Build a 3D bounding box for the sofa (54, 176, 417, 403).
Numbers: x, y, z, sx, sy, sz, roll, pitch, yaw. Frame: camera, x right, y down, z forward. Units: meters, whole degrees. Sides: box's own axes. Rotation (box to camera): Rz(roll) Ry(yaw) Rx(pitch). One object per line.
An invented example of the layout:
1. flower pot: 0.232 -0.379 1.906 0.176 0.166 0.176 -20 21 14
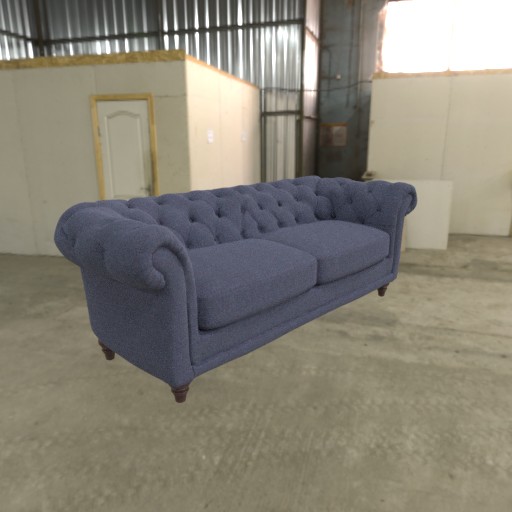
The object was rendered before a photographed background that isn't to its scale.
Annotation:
1. sofa: 0.000 0.000 2.803 1.046 0.836 2.335 15 21 42
